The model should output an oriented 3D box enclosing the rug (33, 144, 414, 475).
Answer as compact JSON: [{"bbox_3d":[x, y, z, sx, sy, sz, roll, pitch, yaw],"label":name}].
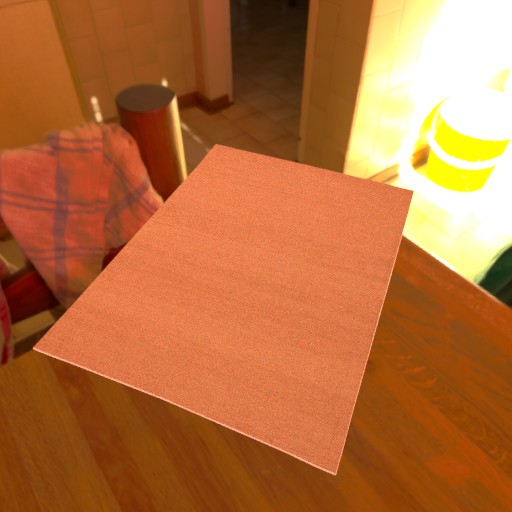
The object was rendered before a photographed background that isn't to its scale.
[{"bbox_3d":[0.000,0.000,4.149,2.434,0.045,3.202,17,48,16],"label":"rug"}]
